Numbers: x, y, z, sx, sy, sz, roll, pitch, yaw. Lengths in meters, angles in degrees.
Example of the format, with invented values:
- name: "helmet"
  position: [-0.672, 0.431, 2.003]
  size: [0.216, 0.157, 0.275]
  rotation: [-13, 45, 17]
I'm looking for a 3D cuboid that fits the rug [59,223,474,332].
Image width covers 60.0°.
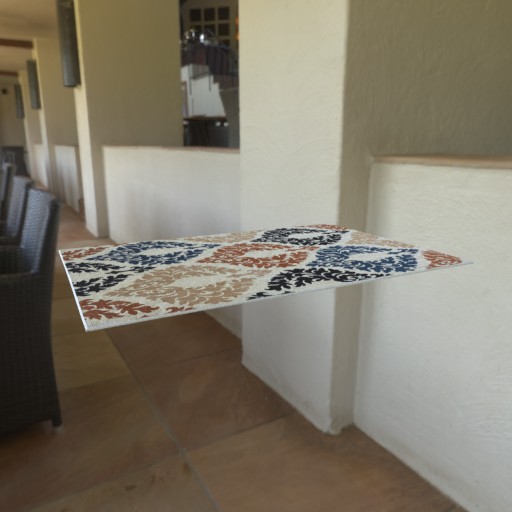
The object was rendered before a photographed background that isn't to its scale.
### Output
- name: "rug"
  position: [0.000, 0.000, 2.897]
  size: [2.275, 0.014, 1.514]
  rotation: [-7, 16, -26]
